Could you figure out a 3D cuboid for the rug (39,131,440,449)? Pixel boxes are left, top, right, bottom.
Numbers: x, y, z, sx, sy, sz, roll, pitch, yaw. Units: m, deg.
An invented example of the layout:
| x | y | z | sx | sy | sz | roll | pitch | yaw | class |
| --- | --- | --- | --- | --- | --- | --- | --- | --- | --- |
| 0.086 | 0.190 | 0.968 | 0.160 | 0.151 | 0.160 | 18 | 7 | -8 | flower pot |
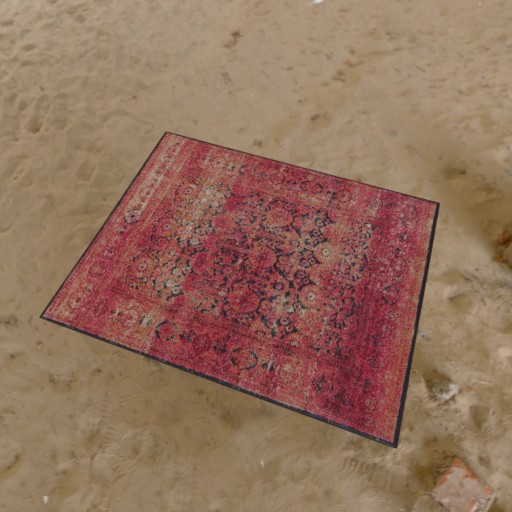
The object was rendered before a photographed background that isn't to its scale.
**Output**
| x | y | z | sx | sy | sz | roll | pitch | yaw | class |
| --- | --- | --- | --- | --- | --- | --- | --- | --- | --- |
| 0.000 | 0.000 | 4.075 | 3.032 | 0.020 | 2.411 | 17 | 59 | 10 | rug |
